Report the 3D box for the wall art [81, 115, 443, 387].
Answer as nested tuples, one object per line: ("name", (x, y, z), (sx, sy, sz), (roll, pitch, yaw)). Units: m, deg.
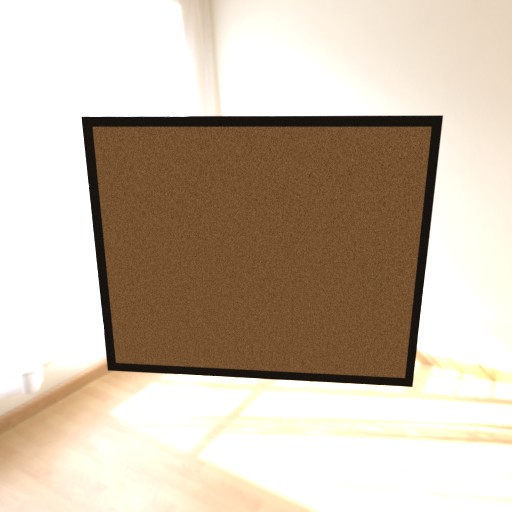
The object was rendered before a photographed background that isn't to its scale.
("wall art", (0.000, 0.000, 0.754), (0.554, 0.454, 0.030), (2, 16, 5))
